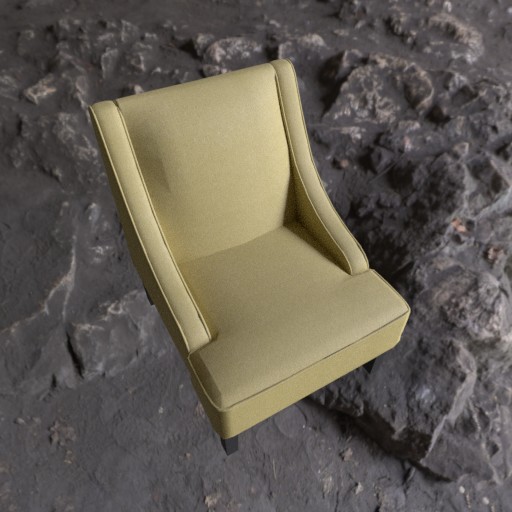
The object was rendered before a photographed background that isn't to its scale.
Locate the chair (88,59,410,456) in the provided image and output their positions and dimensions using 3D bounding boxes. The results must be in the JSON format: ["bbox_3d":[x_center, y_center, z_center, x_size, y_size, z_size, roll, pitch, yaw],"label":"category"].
[{"bbox_3d":[0.000,0.000,1.468,0.696,0.896,0.814,-22,50,-20],"label":"chair"}]
